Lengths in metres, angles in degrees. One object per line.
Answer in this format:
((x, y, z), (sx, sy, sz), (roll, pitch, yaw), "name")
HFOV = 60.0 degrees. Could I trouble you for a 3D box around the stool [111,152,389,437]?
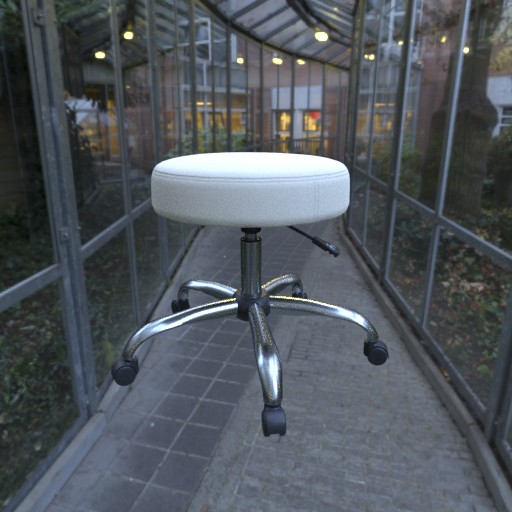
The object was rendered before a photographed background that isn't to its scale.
((0.000, 0.000, 1.058), (0.634, 0.482, 0.614), (9, 19, 27), "stool")
